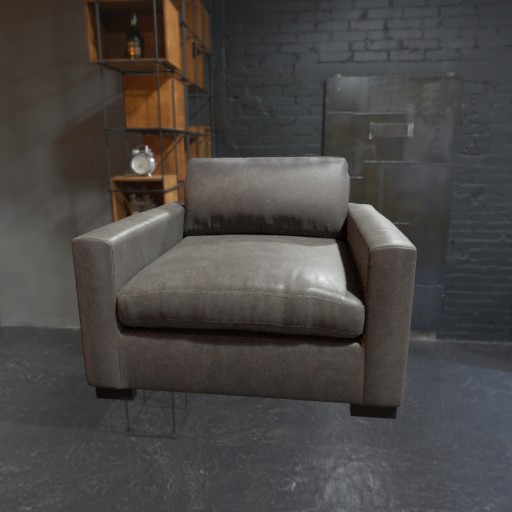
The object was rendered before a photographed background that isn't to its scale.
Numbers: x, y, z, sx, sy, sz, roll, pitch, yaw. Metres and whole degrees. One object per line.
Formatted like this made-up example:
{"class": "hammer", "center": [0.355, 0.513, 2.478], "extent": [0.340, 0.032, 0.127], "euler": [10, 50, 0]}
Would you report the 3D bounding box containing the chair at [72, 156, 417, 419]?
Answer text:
{"class": "chair", "center": [0.000, 0.000, 1.865], "extent": [1.106, 0.807, 1.080], "euler": [2, 14, 7]}
